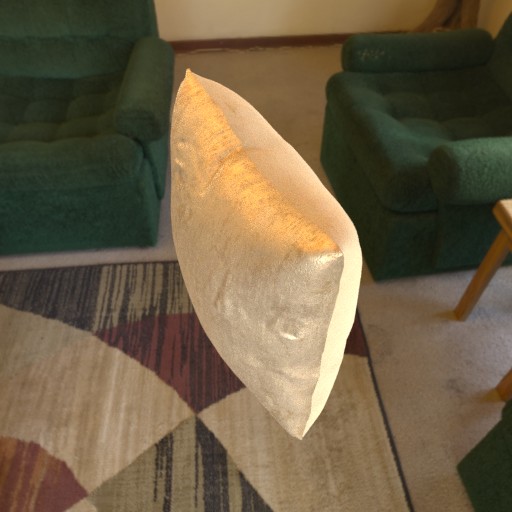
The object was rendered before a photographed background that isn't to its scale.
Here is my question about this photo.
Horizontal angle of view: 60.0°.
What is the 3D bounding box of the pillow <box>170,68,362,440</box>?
[{"bbox_3d":[0.000,0.000,0.719,0.245,0.448,0.450,-17,49,-15],"label":"pillow"}]
